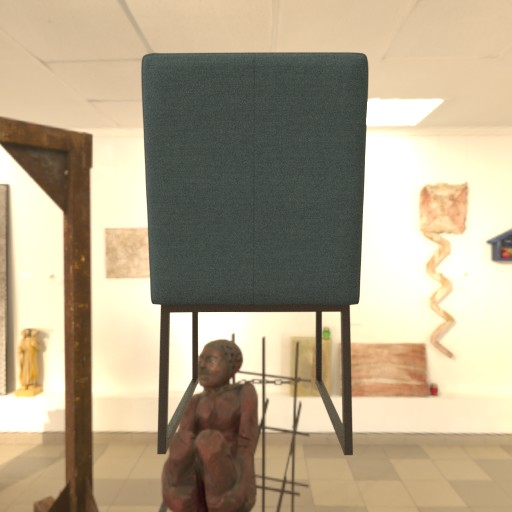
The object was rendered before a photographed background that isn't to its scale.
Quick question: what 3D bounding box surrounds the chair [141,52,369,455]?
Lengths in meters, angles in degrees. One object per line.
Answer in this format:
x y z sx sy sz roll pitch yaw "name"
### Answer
0.000 0.000 1.293 0.520 0.930 0.634 0 1 1 "chair"
